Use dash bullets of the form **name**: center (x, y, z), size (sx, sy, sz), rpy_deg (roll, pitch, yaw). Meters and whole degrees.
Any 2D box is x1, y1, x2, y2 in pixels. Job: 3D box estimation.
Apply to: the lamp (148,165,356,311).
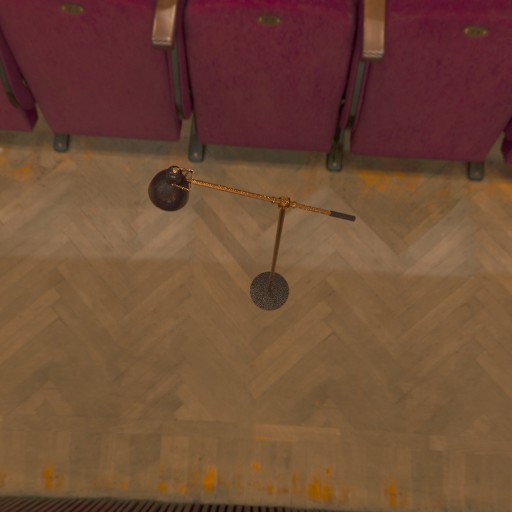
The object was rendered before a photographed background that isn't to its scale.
- **lamp**: center (0.000, 0.000, 1.906), size (0.618, 1.628, 0.235), rpy_deg (4, 75, 1)
